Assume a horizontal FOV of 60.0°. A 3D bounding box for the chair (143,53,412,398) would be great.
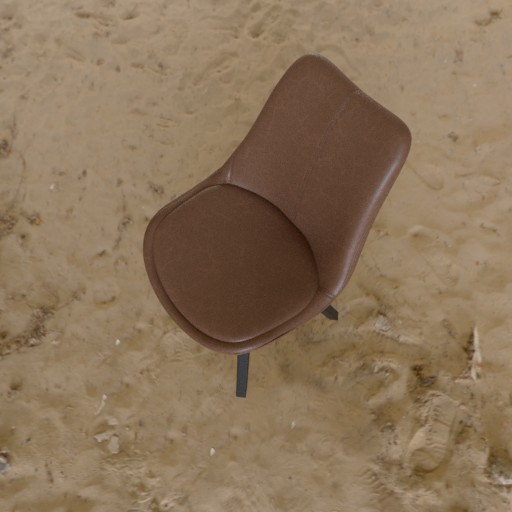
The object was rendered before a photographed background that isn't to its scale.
[{"bbox_3d":[0.000,0.000,1.180,0.550,0.850,0.475,-34,68,-16],"label":"chair"}]
